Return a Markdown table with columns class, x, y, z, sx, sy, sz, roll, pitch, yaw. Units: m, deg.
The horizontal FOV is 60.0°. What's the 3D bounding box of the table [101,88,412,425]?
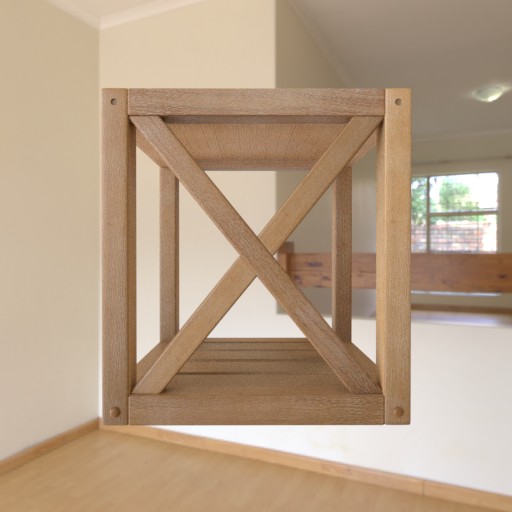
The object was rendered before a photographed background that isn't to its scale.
| class | x | y | z | sx | sy | sz | roll | pitch | yaw |
| --- | --- | --- | --- | --- | --- | --- | --- | --- | --- |
| table | 0.000 | 0.000 | 1.070 | 0.559 | 0.610 | 0.558 | 0 | 0 | 0 |
